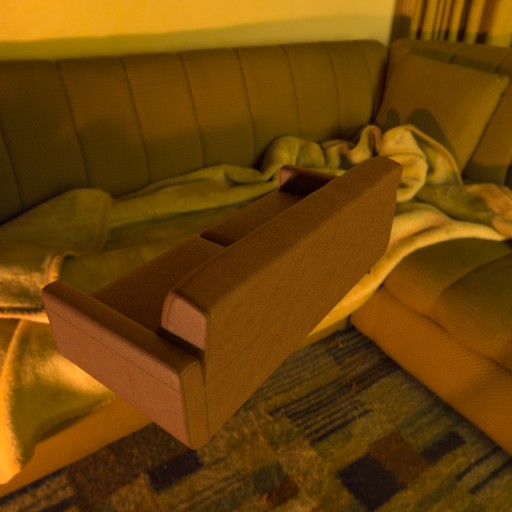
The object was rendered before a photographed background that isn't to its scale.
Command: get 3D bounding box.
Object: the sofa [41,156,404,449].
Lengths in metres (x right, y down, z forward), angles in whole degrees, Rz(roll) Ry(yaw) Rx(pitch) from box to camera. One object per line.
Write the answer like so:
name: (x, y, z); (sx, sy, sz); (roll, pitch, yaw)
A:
sofa: (0.000, 0.000, 2.644); (0.980, 0.892, 2.137); (21, 37, 30)
